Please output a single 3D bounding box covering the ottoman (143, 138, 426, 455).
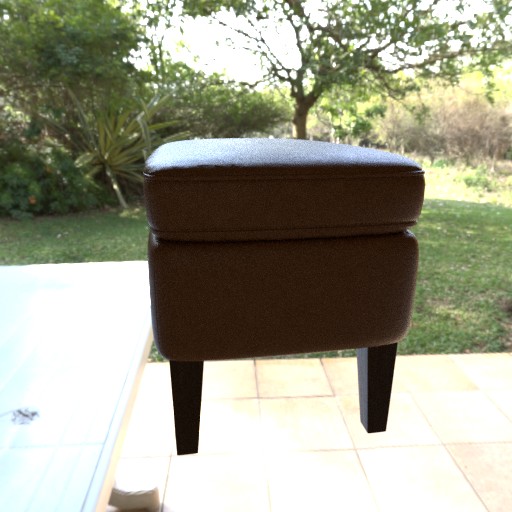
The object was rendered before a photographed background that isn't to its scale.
[{"bbox_3d":[0.000,0.000,0.945,0.420,0.480,0.670,-3,17,-9],"label":"ottoman"}]
